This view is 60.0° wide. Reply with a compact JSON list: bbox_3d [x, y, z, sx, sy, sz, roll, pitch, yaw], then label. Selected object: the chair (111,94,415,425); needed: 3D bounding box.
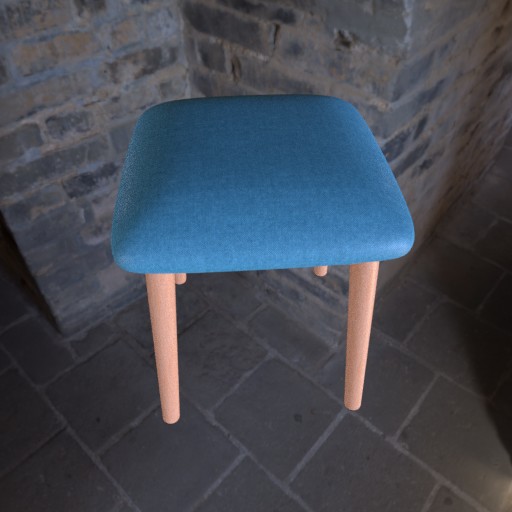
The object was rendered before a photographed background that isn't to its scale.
[{"bbox_3d":[0.000,0.000,0.726,0.360,0.450,0.360,-3,45,-3],"label":"chair"}]
